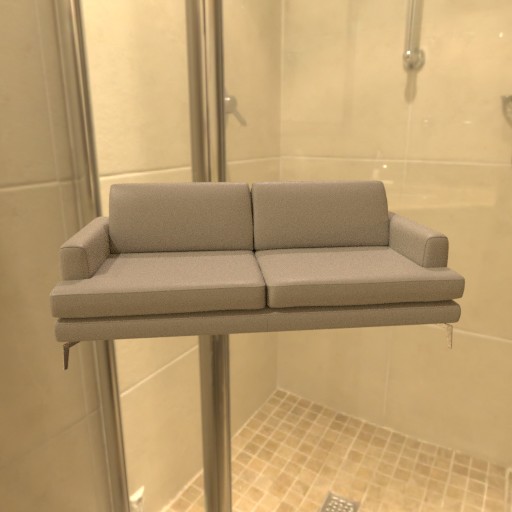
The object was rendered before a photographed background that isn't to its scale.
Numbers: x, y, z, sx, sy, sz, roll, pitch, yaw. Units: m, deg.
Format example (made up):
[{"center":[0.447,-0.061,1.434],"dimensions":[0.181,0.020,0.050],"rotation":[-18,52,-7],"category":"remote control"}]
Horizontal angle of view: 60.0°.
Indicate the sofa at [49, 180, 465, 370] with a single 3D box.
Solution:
[{"center":[0.000,0.000,2.473],"dimensions":[1.940,0.765,0.974],"rotation":[-2,16,-6],"category":"sofa"}]
